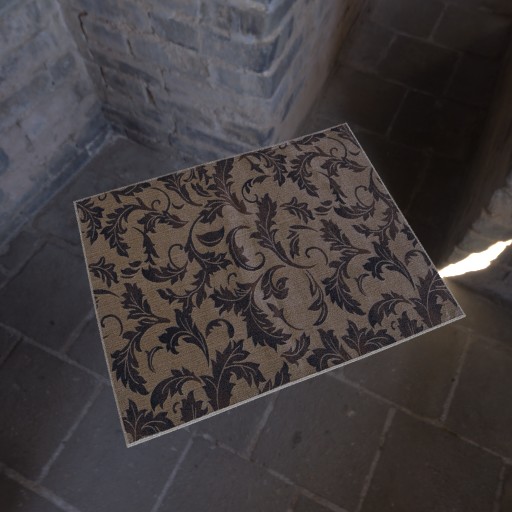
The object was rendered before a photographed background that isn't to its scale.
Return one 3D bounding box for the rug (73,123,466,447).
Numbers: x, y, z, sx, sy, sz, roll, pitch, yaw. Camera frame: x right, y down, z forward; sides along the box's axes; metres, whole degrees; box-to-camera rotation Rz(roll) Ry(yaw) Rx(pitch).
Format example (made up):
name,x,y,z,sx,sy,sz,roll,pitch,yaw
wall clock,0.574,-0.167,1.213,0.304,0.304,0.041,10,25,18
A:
name,x,y,z,sx,sy,sz,roll,pitch,yaw
rug,0.000,0.000,4.075,2.977,0.008,2.380,-18,64,-9
